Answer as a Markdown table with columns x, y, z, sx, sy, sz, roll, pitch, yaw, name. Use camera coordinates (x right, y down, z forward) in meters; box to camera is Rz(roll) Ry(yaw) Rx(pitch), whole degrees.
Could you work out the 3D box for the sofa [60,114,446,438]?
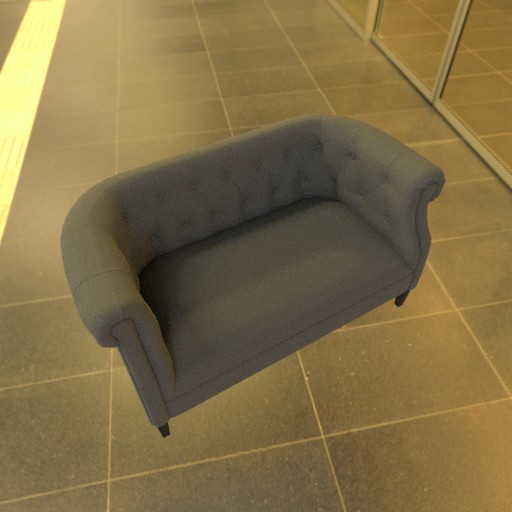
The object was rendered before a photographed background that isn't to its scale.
| x | y | z | sx | sy | sz | roll | pitch | yaw | name |
| --- | --- | --- | --- | --- | --- | --- | --- | --- | --- |
| 0.000 | 0.000 | 2.051 | 1.558 | 0.827 | 0.835 | -24 | 51 | -20 | sofa |
